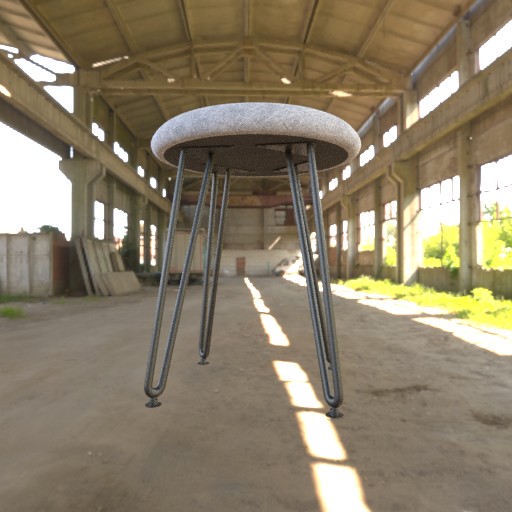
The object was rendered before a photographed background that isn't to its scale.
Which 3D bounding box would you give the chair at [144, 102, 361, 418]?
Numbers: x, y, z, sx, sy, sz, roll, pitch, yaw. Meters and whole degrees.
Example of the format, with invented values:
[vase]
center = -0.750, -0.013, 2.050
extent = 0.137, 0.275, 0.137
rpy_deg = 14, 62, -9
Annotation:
[chair]
center = 0.000, 0.000, 0.668
extent = 0.350, 0.386, 0.350
rpy_deg = 0, 0, -36
